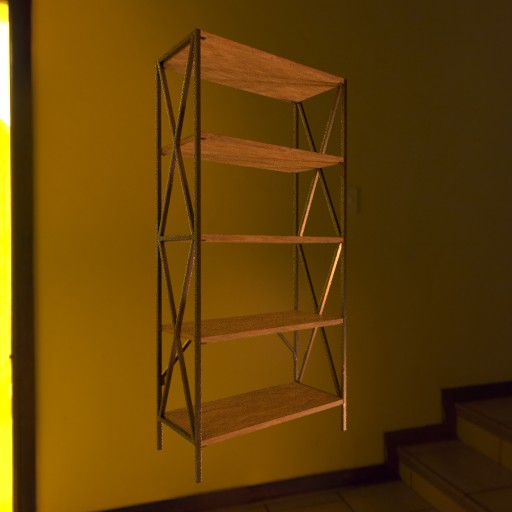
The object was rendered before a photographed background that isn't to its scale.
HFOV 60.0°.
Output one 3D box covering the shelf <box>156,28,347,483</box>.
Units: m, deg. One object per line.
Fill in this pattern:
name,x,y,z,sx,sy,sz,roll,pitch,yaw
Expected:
shelf,0.000,0.000,2.172,0.874,1.803,0.386,-1,1,-37
